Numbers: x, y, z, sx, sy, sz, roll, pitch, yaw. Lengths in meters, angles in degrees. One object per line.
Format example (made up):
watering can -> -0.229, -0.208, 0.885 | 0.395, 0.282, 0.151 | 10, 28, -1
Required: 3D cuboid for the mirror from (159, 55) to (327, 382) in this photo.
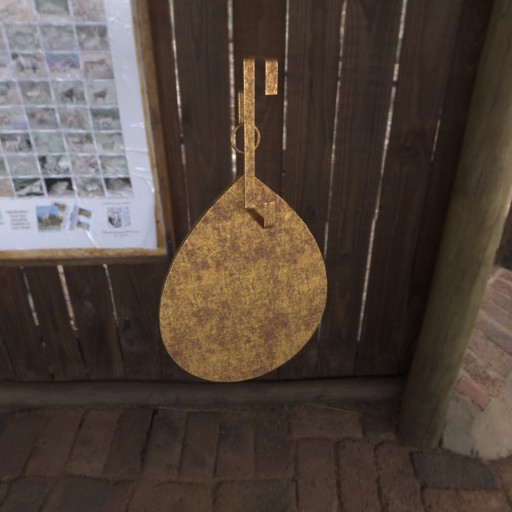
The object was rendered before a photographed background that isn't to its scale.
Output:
mirror -> 0.000, 0.000, 0.905 | 0.405, 0.744, 0.144 | -9, 28, -18
